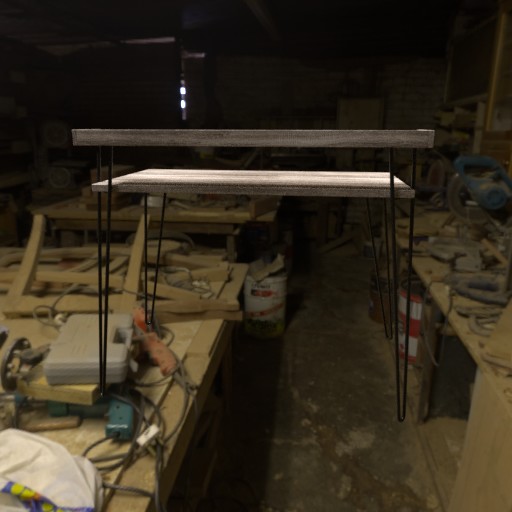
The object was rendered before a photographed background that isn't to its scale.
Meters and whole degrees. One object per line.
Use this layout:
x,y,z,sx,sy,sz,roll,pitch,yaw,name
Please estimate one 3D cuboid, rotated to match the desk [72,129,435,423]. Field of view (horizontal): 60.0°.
0.000,0.000,1.632,1.135,0.899,0.605,2,17,8,desk
